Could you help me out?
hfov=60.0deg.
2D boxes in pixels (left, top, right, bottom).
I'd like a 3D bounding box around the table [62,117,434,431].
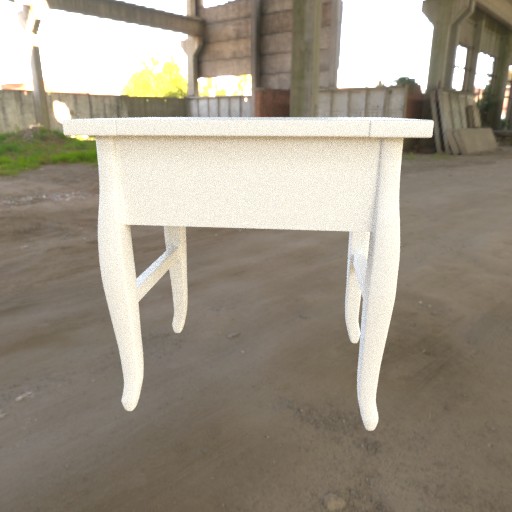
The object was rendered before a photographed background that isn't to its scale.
[{"bbox_3d":[0.000,0.000,1.014,0.599,0.605,0.463,2,18,7],"label":"table"}]
